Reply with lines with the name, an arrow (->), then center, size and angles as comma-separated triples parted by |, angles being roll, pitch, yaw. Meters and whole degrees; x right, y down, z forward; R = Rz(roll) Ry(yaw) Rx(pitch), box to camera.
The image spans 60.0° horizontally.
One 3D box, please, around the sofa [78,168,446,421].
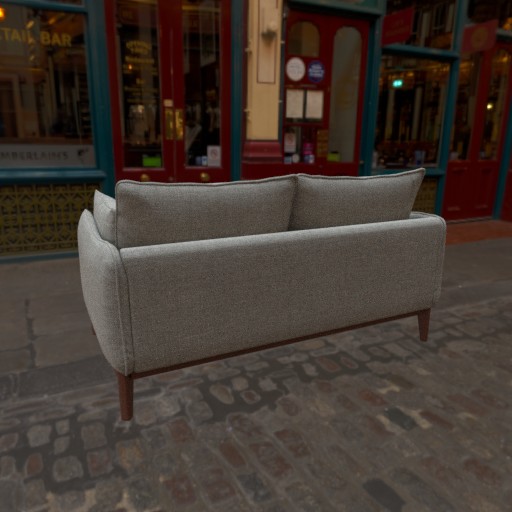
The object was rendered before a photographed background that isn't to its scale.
sofa -> 0.000, 0.000, 2.171 | 1.580, 0.851, 0.972 | -7, 16, -26
